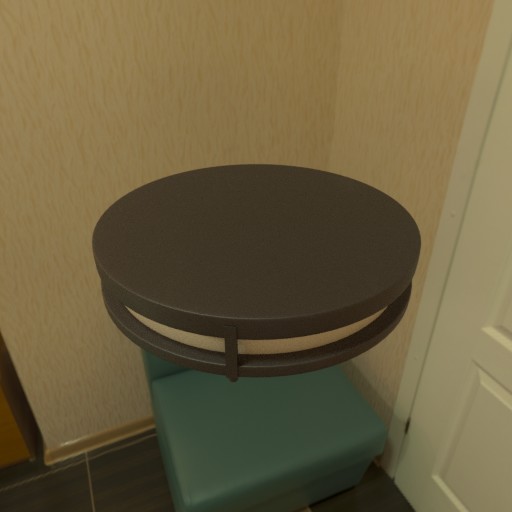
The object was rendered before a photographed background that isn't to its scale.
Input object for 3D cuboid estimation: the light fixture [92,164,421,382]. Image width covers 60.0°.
[{"bbox_3d":[0.000,0.000,0.526,0.356,0.102,0.356,0,31,0],"label":"light fixture"}]
